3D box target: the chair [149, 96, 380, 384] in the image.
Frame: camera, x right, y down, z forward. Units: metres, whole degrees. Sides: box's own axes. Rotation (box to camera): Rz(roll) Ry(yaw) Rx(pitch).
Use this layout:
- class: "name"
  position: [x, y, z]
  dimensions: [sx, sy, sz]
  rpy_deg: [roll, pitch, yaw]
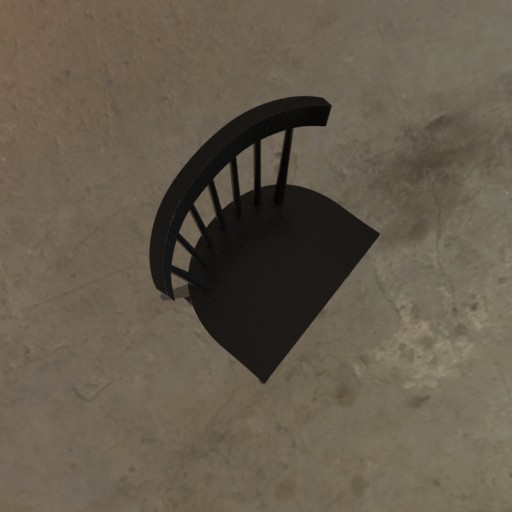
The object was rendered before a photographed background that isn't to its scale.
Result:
- class: "chair"
  position: [0.000, 0.000, 1.183]
  dimensions: [0.483, 0.844, 0.506]
  rpy_deg: [38, 79, 9]
